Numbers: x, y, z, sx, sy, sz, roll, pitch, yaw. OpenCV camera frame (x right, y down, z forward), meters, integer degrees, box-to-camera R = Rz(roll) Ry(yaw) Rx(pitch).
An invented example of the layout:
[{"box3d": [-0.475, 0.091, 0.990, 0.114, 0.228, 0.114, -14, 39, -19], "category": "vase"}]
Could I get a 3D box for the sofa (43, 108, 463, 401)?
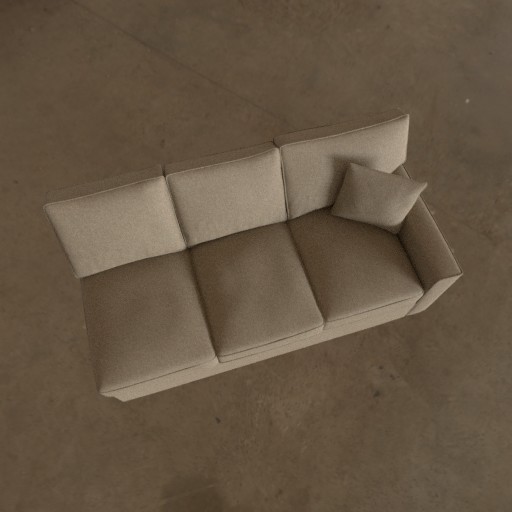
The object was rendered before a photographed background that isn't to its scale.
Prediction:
[{"box3d": [0.000, 0.000, 2.514, 1.963, 0.946, 1.034, -15, 65, -7], "category": "sofa"}]
